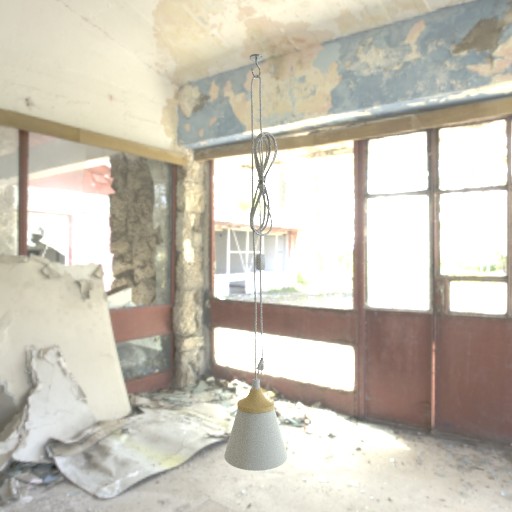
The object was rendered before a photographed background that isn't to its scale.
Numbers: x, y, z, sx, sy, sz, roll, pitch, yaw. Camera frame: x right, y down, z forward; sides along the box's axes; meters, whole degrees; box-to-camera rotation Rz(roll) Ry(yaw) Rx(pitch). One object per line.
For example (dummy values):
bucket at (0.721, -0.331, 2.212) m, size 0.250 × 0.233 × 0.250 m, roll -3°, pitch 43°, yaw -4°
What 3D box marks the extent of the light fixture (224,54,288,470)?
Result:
light fixture at (0.000, 0.000, 1.074) m, size 0.153 × 0.966 × 0.153 m, roll 0°, pitch 0°, yaw -18°
